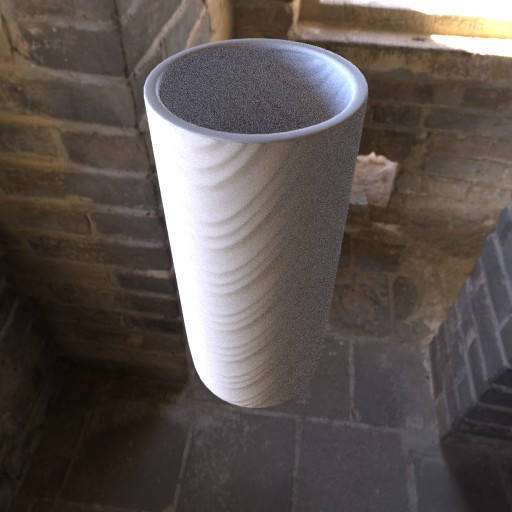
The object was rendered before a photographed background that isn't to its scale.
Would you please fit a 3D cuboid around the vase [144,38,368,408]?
[{"bbox_3d":[0.000,0.000,0.389,0.143,0.316,0.143,0,46,0],"label":"vase"}]
